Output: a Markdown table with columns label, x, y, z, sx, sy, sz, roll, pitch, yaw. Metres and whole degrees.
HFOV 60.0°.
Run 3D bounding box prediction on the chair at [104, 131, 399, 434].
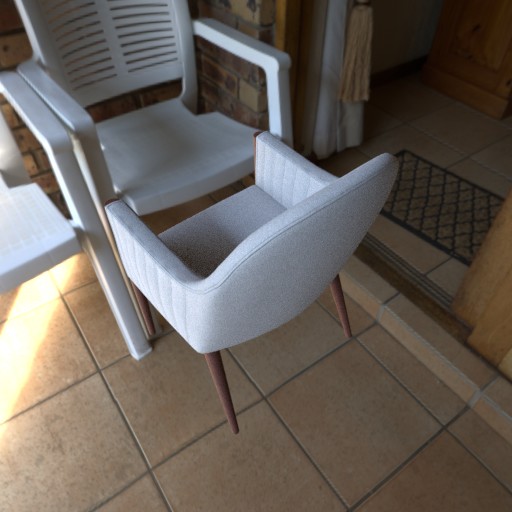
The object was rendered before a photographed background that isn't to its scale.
| label | x | y | z | sx | sy | sz | roll | pitch | yaw |
| --- | --- | --- | --- | --- | --- | --- | --- | --- | --- |
| chair | 0.000 | 0.000 | 1.301 | 0.610 | 0.889 | 0.620 | -32 | 54 | -27 |
